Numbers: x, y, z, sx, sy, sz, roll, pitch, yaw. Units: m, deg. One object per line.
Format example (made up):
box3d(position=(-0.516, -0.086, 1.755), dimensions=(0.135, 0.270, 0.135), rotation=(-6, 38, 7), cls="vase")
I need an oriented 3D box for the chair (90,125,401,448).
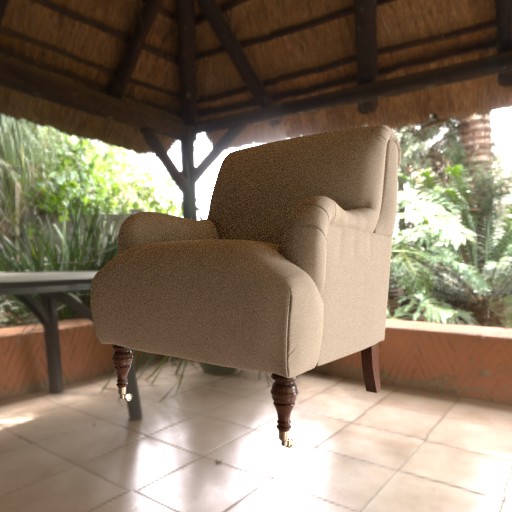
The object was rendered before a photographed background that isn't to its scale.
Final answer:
box3d(position=(0.000, 0.000, 1.500), dimensions=(0.766, 0.942, 0.842), rotation=(0, 0, 36), cls="chair")
